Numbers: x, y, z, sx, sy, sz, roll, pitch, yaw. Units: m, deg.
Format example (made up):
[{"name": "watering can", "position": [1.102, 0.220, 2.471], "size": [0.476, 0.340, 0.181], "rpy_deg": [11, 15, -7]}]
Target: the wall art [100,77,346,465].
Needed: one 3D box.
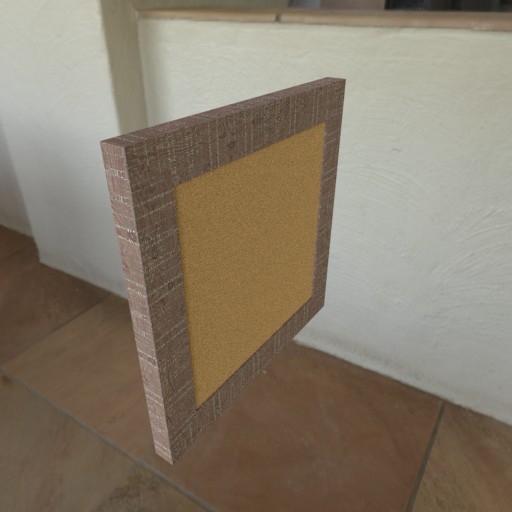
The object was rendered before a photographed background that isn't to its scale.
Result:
[{"name": "wall art", "position": [0.000, 0.000, 0.792], "size": [0.040, 0.531, 0.531], "rpy_deg": [20, 36, 30]}]
